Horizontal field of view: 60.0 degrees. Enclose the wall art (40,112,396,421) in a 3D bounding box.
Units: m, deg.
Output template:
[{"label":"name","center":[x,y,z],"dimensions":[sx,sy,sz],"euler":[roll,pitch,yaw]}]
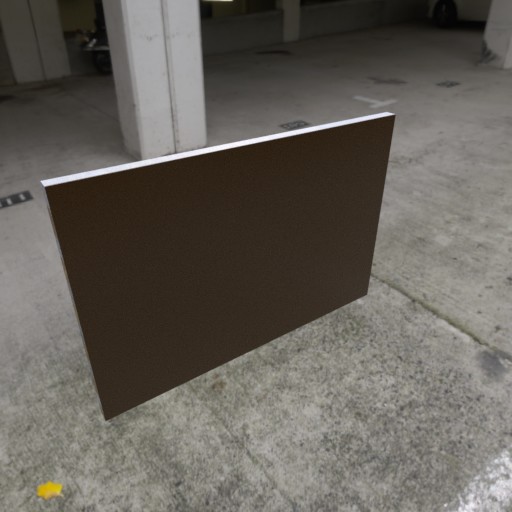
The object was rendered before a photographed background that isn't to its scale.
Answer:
[{"label":"wall art","center":[0.000,0.000,1.450],"dimensions":[1.145,0.762,0.041],"euler":[-20,36,-30]}]
